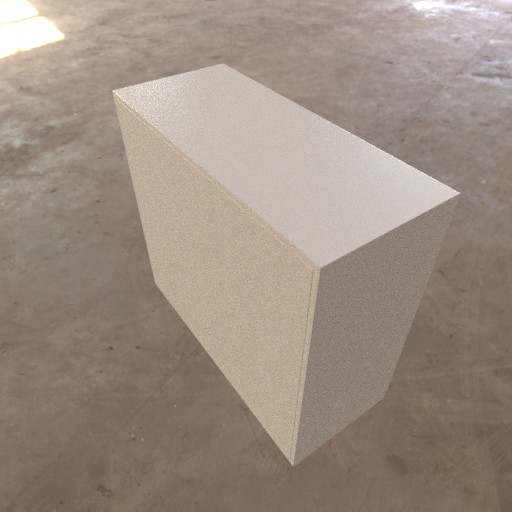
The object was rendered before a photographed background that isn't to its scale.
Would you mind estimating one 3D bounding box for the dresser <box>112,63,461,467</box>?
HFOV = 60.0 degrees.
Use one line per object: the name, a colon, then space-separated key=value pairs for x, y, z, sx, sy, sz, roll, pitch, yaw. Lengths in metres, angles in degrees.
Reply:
dresser: x=0.000 y=0.000 z=1.663 sx=0.460 sy=1.000 sz=1.100 roll=-26 pitch=48 yaw=-25
